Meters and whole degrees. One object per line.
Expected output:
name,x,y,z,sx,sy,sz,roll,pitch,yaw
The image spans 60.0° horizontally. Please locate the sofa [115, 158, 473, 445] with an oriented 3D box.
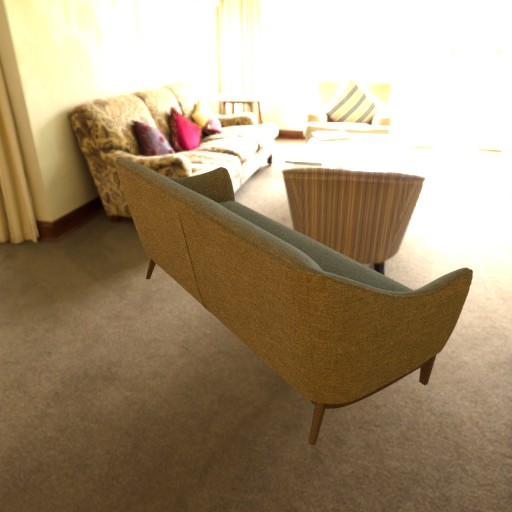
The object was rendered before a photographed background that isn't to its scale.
sofa,0.000,0.000,2.355,0.867,0.829,1.928,-17,31,-31
